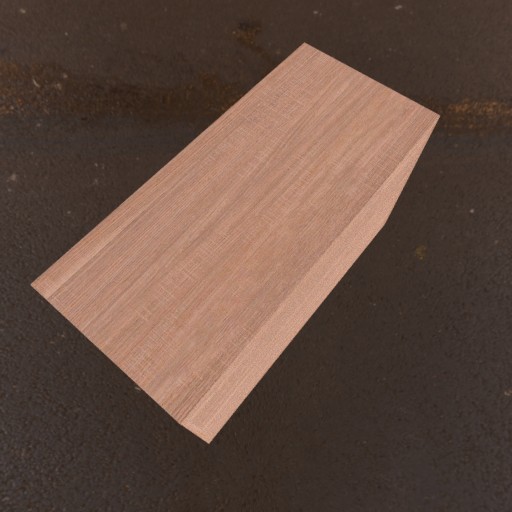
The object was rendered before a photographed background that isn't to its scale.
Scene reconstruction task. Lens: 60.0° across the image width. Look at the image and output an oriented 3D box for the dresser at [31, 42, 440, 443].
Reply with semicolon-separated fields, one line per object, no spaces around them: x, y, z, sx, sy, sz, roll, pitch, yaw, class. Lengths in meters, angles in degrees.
0.000;0.000;1.540;0.500;0.780;1.110;36;69;16;dresser
